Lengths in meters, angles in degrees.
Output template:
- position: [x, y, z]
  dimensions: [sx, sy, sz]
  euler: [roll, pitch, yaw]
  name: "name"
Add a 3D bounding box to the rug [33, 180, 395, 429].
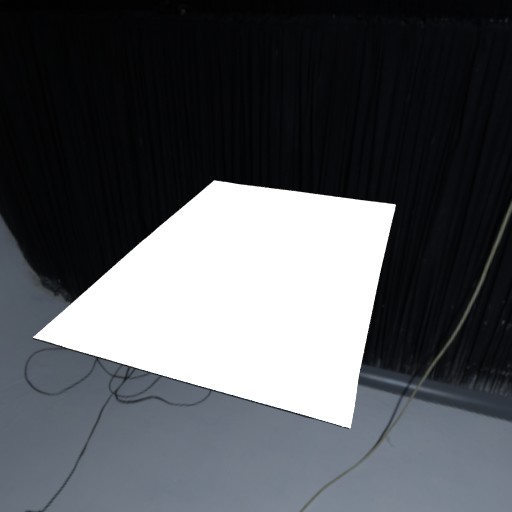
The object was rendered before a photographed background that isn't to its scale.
- position: [0.000, 0.000, 3.693]
  dimensions: [2.032, 0.038, 2.869]
  euler: [11, 33, 17]
  name: "rug"
